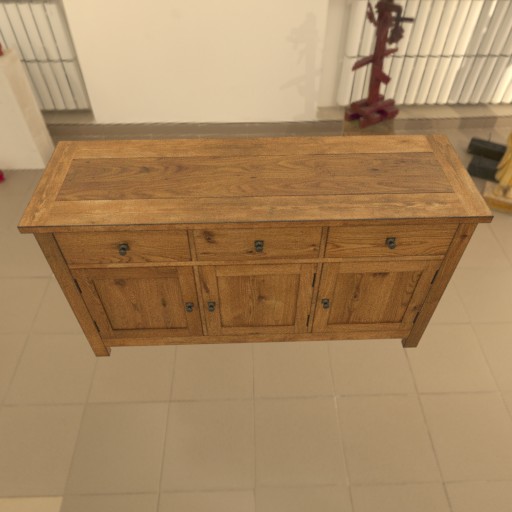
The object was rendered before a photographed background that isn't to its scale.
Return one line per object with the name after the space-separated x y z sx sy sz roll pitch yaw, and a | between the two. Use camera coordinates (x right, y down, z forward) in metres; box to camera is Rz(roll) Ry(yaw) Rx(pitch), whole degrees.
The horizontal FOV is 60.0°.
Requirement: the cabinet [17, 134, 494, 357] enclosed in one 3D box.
0.000 0.000 1.823 1.474 0.813 0.480 -1 47 -1 | cabinet
